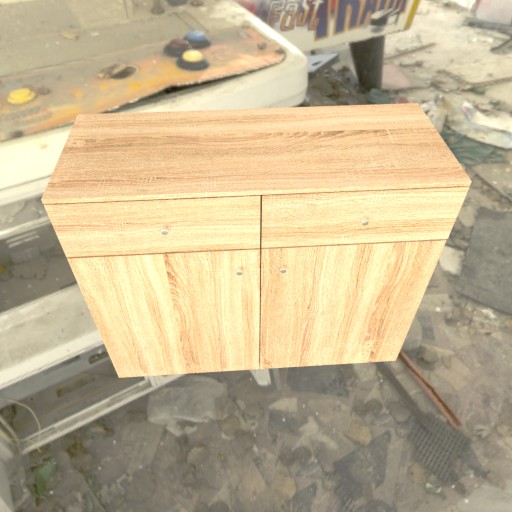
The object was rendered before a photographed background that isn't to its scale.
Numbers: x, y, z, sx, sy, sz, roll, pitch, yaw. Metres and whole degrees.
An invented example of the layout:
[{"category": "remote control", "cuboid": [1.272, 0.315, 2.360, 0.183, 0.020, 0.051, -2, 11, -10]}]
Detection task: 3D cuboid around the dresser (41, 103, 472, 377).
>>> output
[{"category": "dresser", "cuboid": [0.000, 0.000, 1.594, 1.100, 0.900, 0.450, -3, 46, -3]}]
